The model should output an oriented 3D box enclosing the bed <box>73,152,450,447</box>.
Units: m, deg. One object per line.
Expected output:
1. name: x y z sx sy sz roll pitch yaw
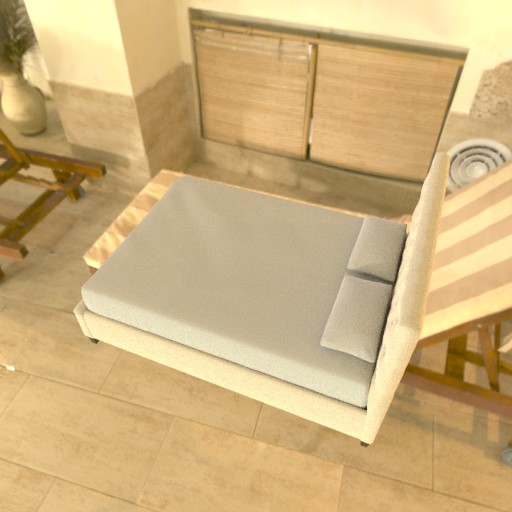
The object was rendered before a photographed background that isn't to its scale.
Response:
1. bed: 0.000 0.000 3.455 2.387 1.427 1.698 16 47 15
